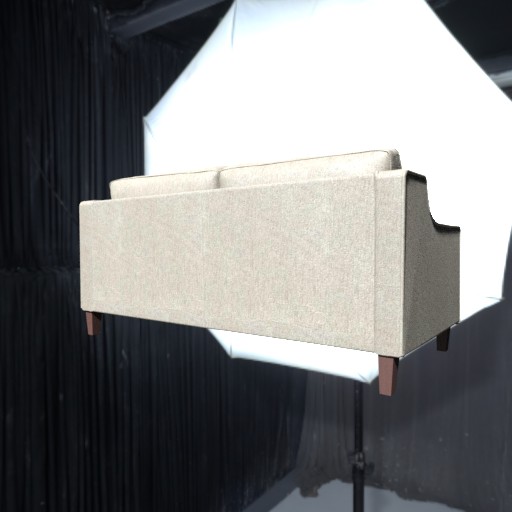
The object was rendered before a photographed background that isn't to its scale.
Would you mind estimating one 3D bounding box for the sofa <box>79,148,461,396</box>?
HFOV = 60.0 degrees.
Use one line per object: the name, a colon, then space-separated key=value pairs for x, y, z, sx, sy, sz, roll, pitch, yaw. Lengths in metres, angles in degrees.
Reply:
sofa: x=0.000 y=0.000 z=2.765 sx=2.181 sy=1.074 sz=1.073 roll=1 pitch=2 yaw=36
